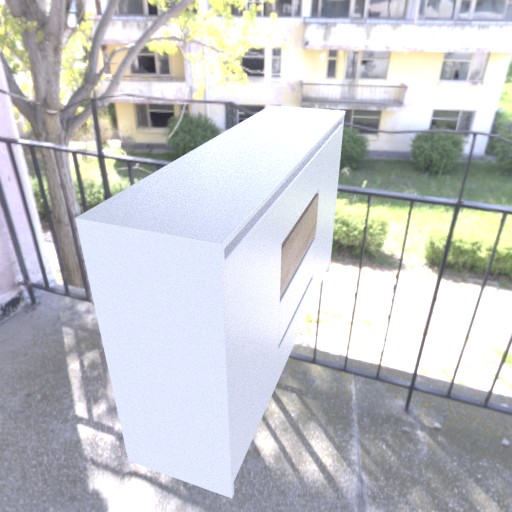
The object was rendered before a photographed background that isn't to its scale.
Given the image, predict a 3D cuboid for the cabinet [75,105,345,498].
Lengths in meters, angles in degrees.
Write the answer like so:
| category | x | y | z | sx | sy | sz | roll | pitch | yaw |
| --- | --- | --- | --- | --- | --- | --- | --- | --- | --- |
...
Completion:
| category | x | y | z | sx | sy | sz | roll | pitch | yaw |
| --- | --- | --- | --- | --- | --- | --- | --- | --- | --- |
| cabinet | 0.000 | 0.000 | 1.806 | 0.380 | 0.900 | 1.450 | 10 | 31 | 17 |
